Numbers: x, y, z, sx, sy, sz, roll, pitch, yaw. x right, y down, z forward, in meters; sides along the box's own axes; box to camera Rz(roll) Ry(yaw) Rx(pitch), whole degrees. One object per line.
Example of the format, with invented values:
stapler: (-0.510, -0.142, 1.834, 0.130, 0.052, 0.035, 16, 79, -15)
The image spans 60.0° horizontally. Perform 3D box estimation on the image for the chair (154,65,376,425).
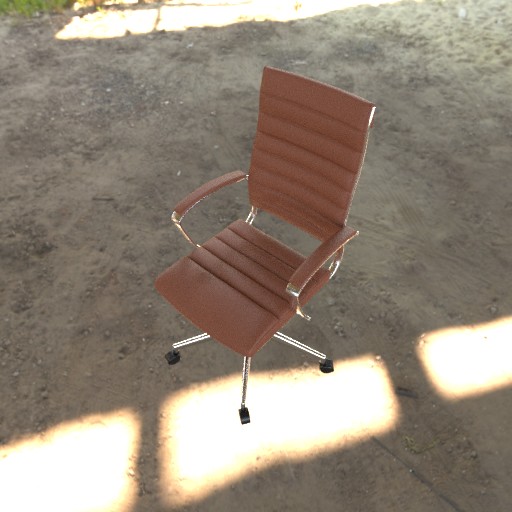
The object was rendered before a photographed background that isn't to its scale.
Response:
chair: (0.000, 0.000, 1.708, 0.766, 1.149, 0.739, 31, 54, 27)
